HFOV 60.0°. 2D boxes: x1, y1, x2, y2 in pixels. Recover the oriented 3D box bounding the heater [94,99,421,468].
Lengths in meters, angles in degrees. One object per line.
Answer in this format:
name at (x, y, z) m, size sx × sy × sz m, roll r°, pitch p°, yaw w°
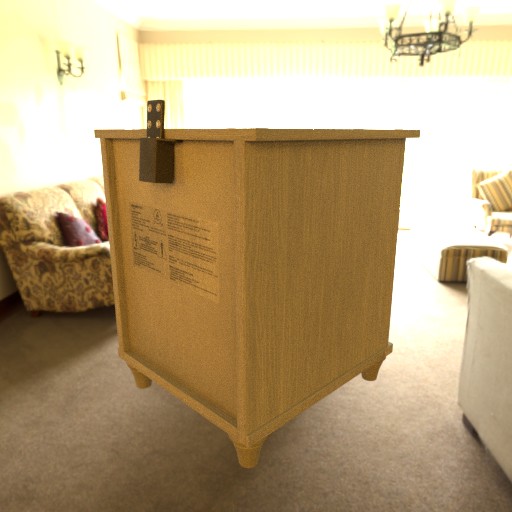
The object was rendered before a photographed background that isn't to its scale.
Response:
heater at (0.000, 0.000, 0.748) m, size 0.400 × 0.481 × 0.362 m, roll -15°, pitch 21°, yaw -43°
